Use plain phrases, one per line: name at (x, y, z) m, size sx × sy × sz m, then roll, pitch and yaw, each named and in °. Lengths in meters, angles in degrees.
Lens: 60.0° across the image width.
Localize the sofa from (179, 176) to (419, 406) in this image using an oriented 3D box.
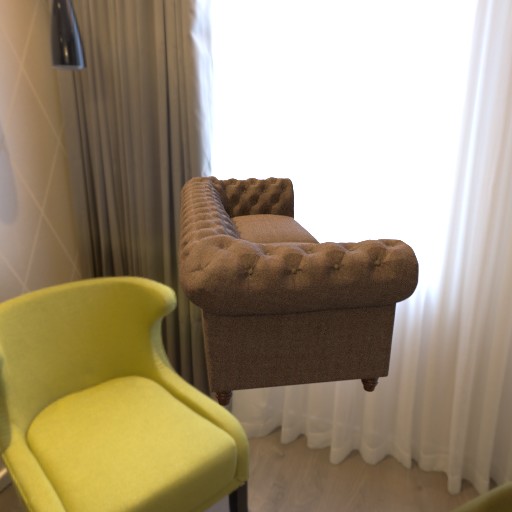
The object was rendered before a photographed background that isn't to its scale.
sofa at (0.000, 0.000, 2.845) m, size 0.944 × 0.787 × 2.385 m, roll -3°, pitch 17°, yaw -8°
